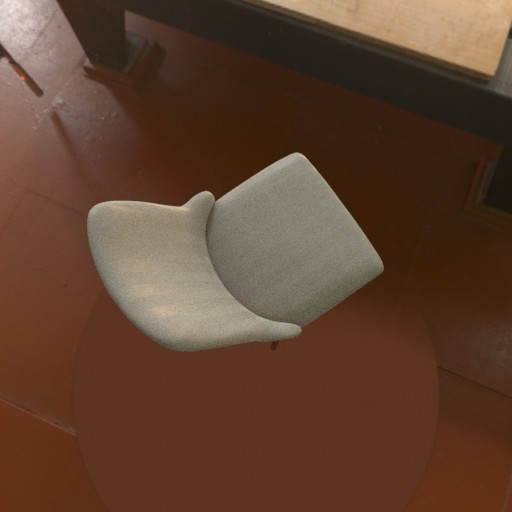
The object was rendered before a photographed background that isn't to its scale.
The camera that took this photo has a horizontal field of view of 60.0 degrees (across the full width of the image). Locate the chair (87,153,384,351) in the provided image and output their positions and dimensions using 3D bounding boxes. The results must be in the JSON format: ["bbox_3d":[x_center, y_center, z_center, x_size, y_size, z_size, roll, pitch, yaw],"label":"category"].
[{"bbox_3d":[0.000,0.000,1.329,0.684,0.917,0.526,-32,77,-8],"label":"chair"}]
